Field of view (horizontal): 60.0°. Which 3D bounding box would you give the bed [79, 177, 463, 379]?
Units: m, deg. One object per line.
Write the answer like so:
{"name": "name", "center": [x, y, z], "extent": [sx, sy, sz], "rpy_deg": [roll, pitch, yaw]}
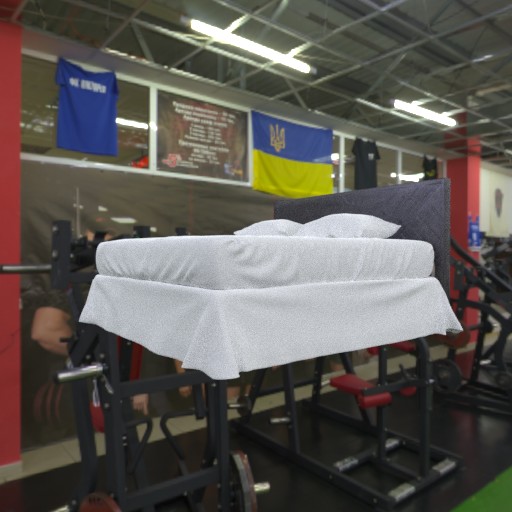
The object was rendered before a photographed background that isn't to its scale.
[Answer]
{"name": "bed", "center": [0.000, 0.000, 3.483], "extent": [2.165, 1.158, 2.255], "rpy_deg": [0, 1, -37]}
